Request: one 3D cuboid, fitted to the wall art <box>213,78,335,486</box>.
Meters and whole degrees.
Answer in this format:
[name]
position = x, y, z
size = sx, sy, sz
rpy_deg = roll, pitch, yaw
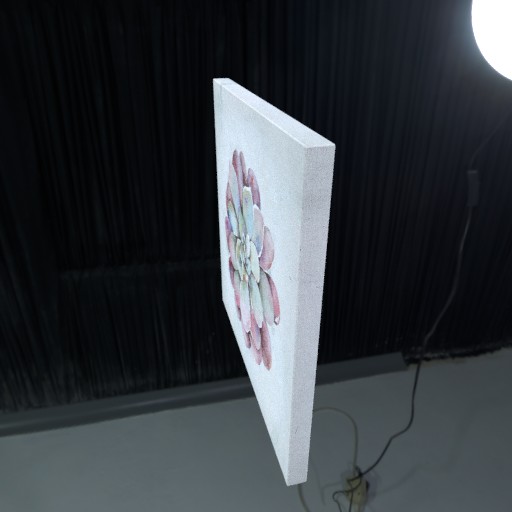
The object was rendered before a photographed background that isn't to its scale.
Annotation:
[wall art]
position = 0.000, 0.000, 0.902
size = 0.044, 0.605, 0.605
rpy_deg = -7, 29, -13
